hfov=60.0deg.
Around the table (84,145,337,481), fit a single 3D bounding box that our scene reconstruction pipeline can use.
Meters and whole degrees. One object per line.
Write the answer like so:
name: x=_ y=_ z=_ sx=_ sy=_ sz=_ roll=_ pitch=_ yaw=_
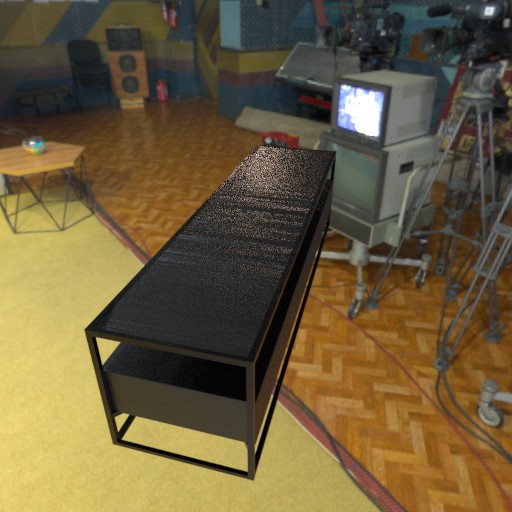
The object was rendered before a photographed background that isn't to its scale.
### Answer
table: x=0.000 y=0.000 z=1.666 sx=0.399 sy=0.395 sz=1.486 roll=8 pitch=31 yaw=13
